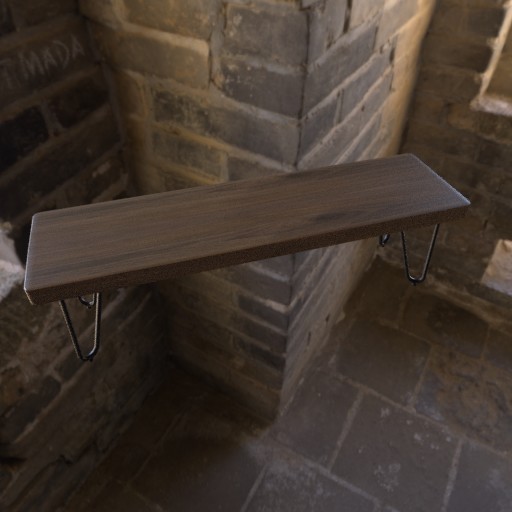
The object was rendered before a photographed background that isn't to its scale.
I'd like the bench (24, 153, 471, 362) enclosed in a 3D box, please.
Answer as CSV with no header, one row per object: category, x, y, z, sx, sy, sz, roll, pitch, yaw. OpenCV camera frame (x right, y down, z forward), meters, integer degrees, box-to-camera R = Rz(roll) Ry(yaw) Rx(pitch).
bench,0.000,0.000,1.785,1.570,0.462,0.425,-11,42,-13
